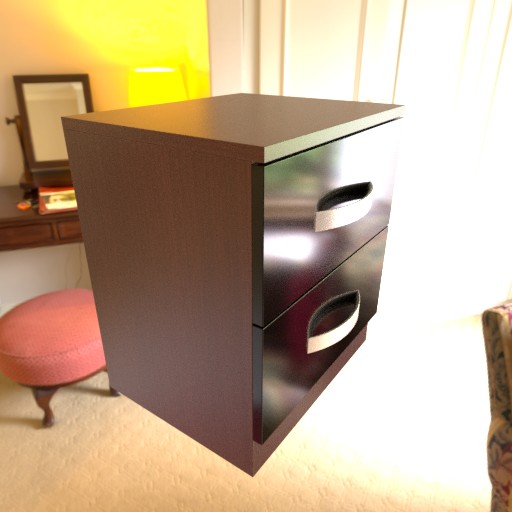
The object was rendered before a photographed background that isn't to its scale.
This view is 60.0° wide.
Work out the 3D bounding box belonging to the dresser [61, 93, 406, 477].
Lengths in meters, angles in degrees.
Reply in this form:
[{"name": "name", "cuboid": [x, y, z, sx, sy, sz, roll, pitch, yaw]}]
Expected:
[{"name": "dresser", "cuboid": [0.000, 0.000, 0.749, 0.360, 0.470, 0.400, 17, 30, 32]}]
